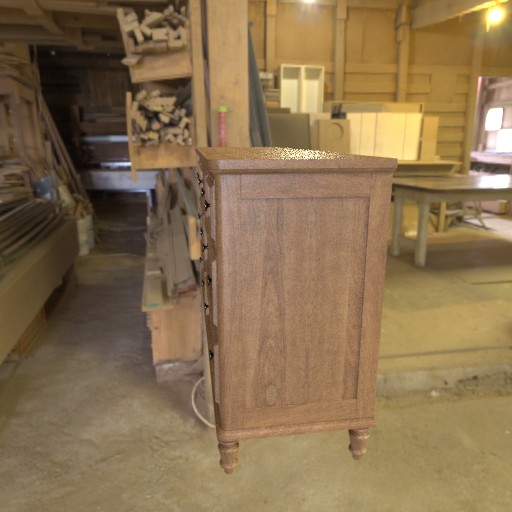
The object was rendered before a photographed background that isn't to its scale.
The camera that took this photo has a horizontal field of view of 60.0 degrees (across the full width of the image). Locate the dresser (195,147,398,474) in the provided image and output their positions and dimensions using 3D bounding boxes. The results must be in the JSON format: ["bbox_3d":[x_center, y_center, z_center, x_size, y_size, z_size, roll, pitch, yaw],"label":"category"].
[{"bbox_3d":[0.000,0.000,1.928,0.468,0.892,1.583,-2,15,-8],"label":"dresser"}]
